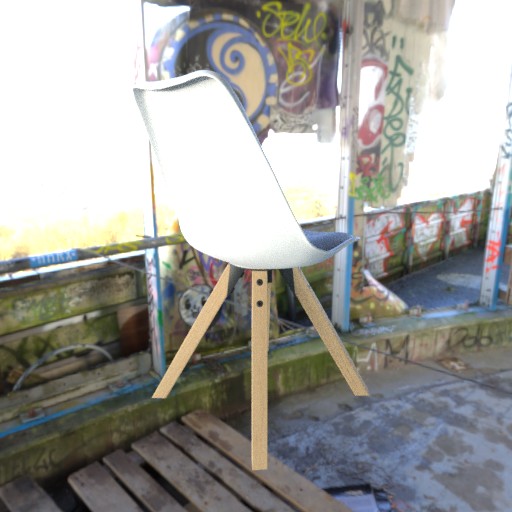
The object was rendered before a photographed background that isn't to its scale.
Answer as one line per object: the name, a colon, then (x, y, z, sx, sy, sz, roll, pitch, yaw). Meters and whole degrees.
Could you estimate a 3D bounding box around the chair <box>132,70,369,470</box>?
chair: (0.000, 0.000, 1.185, 0.550, 0.850, 0.485, -13, 19, -43)
